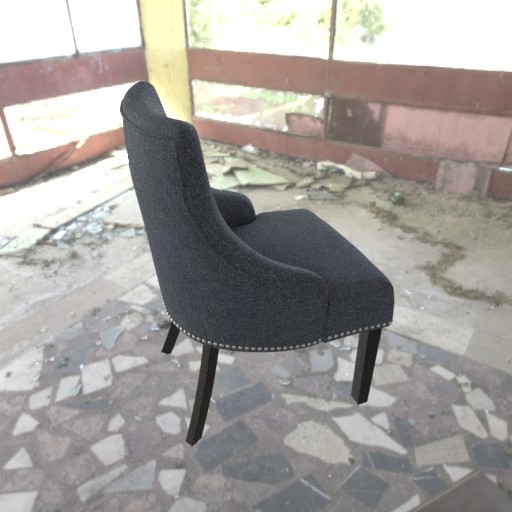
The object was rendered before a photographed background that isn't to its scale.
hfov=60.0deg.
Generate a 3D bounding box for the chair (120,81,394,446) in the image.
[{"bbox_3d":[0.000,0.000,1.278,0.629,0.909,0.566,-11,32,-18],"label":"chair"}]
